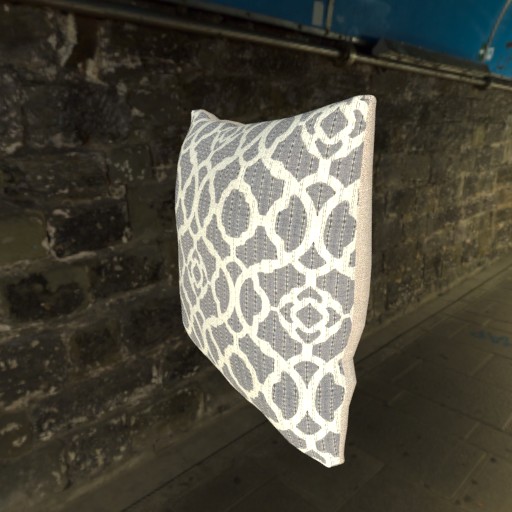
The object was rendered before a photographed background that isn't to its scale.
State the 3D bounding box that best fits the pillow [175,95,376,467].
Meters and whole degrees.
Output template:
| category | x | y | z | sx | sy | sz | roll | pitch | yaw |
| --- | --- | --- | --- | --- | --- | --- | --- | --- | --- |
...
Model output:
| category | x | y | z | sx | sy | sz | roll | pitch | yaw |
| --- | --- | --- | --- | --- | --- | --- | --- | --- | --- |
| pillow | 0.000 | 0.000 | 0.767 | 0.215 | 0.498 | 0.508 | -9 | 19 | -28 |
